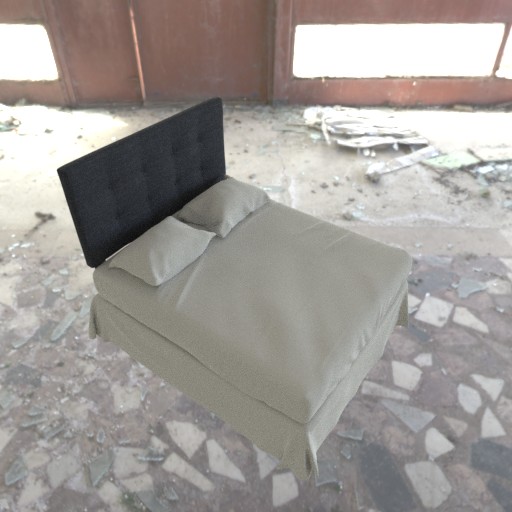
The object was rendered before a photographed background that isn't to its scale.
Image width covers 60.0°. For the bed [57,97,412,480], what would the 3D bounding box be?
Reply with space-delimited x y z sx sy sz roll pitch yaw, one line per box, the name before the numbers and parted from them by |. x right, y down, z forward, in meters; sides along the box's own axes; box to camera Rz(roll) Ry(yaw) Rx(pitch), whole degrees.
bed | 0.000 0.000 3.421 2.222 1.577 1.936 25 46 27
